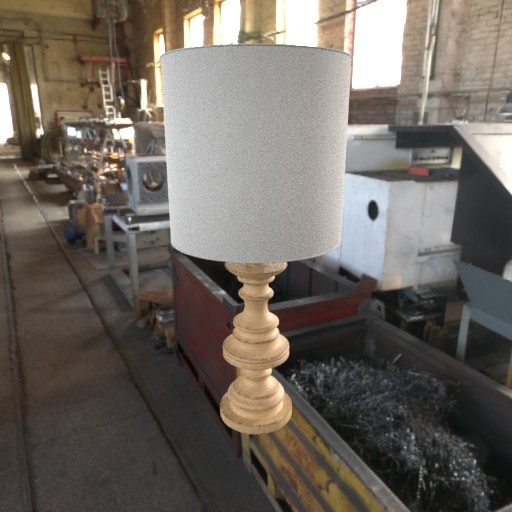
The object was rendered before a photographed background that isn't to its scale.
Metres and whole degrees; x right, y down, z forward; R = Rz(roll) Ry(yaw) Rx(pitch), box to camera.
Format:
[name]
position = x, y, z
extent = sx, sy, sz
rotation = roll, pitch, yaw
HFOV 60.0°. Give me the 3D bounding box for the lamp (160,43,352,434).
[lamp]
position = 0.000, 0.000, 0.557
extent = 0.208, 0.455, 0.208
rotation = 8, 19, 26
